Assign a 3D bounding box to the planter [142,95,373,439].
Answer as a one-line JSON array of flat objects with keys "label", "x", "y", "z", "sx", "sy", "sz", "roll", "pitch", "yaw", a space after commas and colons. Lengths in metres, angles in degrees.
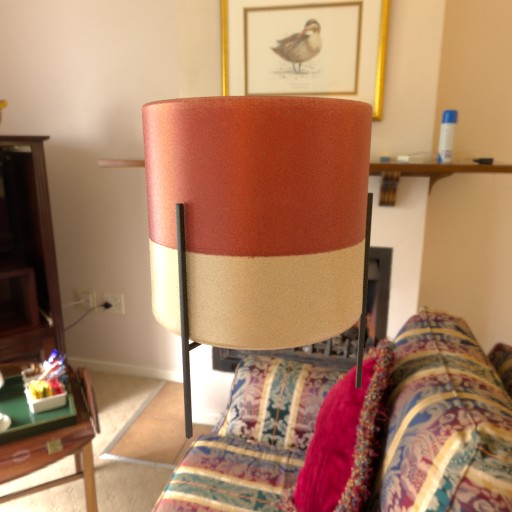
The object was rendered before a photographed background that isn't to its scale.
[{"label": "planter", "x": 0.000, "y": 0.000, "z": 0.732, "sx": 0.345, "sy": 0.465, "sz": 0.354, "roll": -7, "pitch": 15, "yaw": -25}]
